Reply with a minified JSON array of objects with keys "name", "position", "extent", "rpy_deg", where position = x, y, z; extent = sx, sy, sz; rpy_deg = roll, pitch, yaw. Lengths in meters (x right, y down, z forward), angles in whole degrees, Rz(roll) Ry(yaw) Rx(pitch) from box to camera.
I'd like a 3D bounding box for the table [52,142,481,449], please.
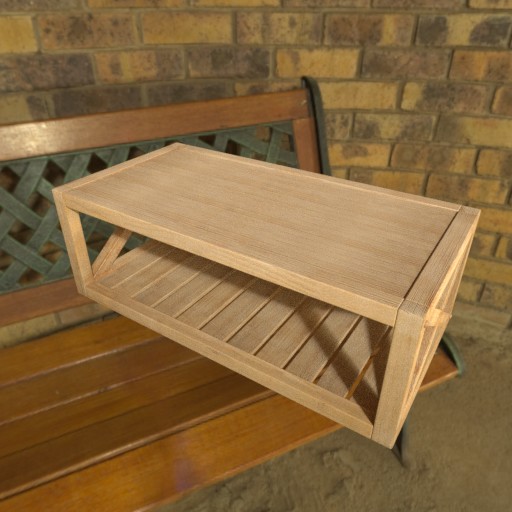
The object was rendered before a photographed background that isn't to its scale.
[{"name":"table","position":[0.000,0.000,1.621],"extent":[1.321,0.457,0.660],"rpy_deg":[19,36,28]}]
